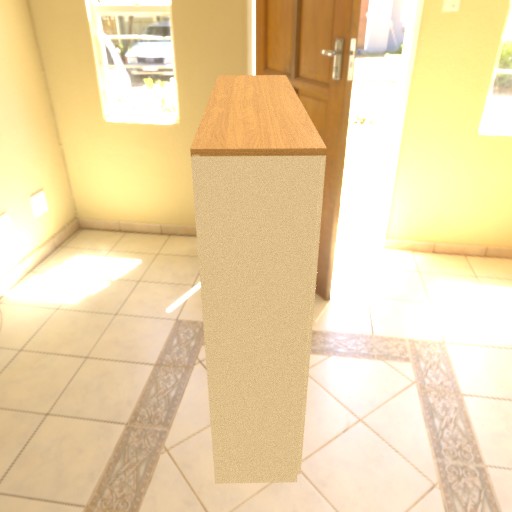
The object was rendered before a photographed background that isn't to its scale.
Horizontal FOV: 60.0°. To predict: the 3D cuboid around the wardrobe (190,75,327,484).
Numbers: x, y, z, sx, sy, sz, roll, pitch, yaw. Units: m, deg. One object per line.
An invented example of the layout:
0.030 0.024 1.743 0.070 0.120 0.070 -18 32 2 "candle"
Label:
0.000 0.000 3.341 0.590 2.260 2.160 -1 30 -1 "wardrobe"
